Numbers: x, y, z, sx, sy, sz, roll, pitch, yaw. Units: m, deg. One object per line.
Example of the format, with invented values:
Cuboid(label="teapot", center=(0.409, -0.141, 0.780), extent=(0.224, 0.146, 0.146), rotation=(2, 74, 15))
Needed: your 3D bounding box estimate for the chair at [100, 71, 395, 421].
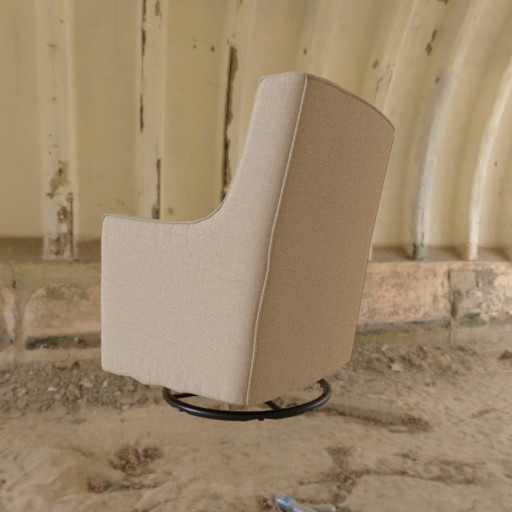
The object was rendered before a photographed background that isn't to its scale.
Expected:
Cuboid(label="chair", center=(0.000, 0.000, 1.602), extent=(0.879, 0.993, 0.732), rotation=(0, 1, 36))
